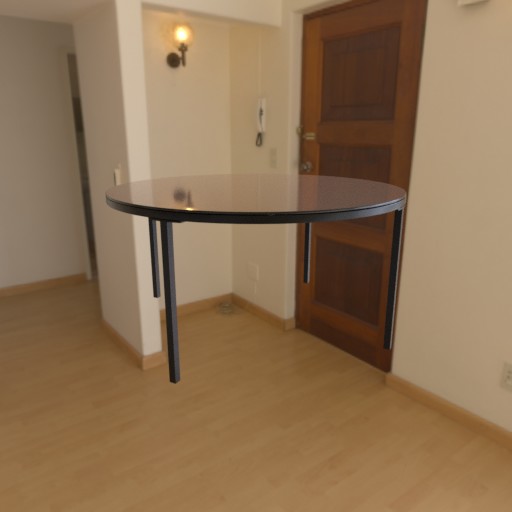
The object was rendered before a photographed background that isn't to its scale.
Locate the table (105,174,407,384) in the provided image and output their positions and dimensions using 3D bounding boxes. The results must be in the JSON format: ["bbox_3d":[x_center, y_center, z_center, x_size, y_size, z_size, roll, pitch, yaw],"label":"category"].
[{"bbox_3d":[0.000,0.000,1.290,0.800,0.400,0.800,0,16,0],"label":"table"}]
